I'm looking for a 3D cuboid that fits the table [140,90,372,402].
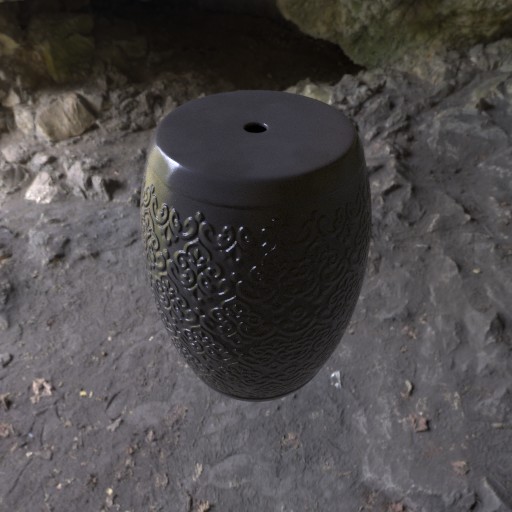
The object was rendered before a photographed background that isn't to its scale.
[{"bbox_3d":[0.000,0.000,0.639,0.309,0.397,0.309,0,41,0],"label":"table"}]
